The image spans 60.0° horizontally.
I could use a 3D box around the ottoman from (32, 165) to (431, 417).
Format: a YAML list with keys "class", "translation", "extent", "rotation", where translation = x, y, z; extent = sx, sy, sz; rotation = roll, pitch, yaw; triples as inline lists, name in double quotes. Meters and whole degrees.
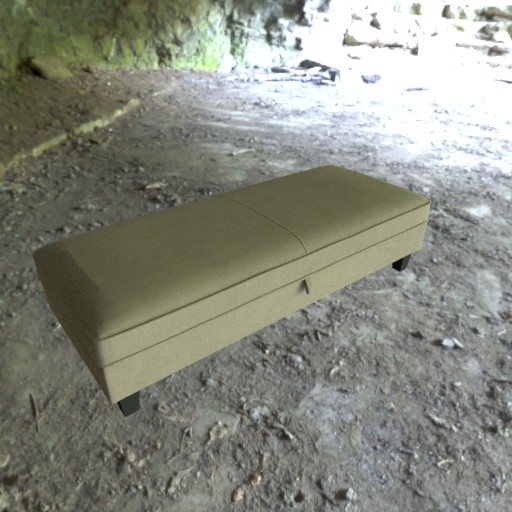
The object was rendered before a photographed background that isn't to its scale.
- class: "ottoman"
  translation: [0.000, 0.000, 2.043]
  extent: [1.726, 0.460, 0.735]
  rotation: [-21, 36, -32]
